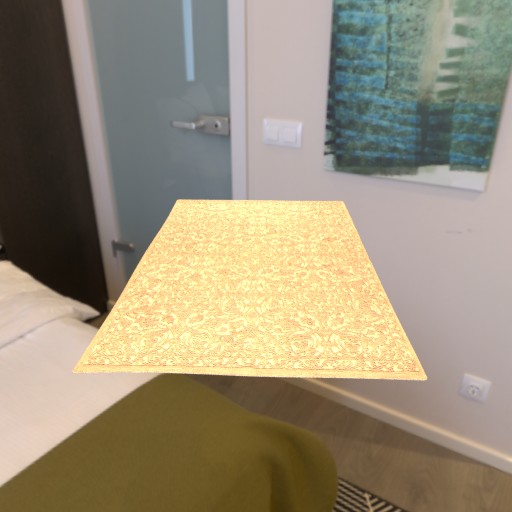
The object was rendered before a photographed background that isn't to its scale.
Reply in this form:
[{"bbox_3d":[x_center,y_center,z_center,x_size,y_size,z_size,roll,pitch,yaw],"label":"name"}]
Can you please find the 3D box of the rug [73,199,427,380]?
[{"bbox_3d":[0.000,0.000,2.997,1.529,0.012,2.435,1,25,2],"label":"rug"}]
